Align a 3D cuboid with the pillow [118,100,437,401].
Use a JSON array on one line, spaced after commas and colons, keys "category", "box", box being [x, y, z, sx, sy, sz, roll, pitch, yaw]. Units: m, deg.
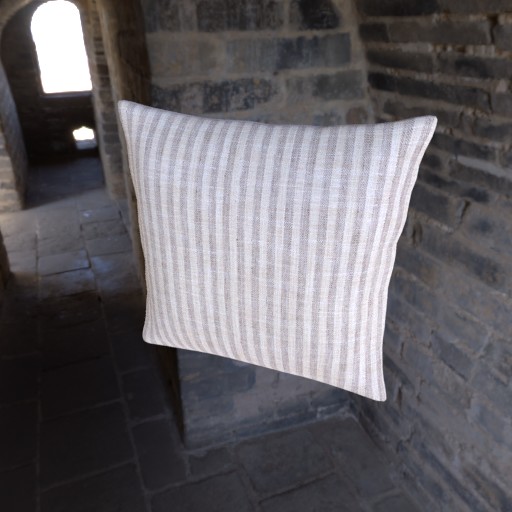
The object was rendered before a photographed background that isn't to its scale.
[{"category": "pillow", "box": [0.000, 0.000, 0.793, 0.523, 0.510, 0.166, 9, 28, 18]}]
